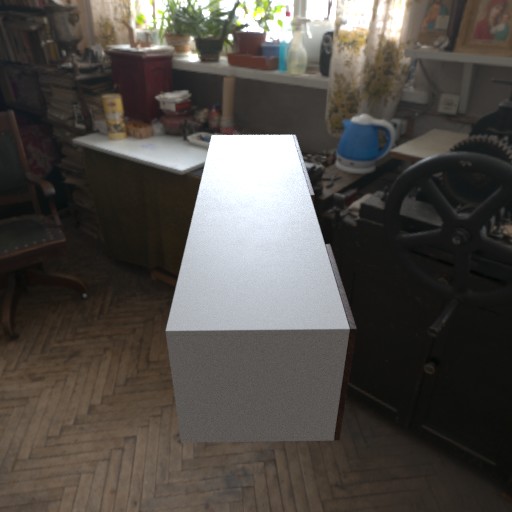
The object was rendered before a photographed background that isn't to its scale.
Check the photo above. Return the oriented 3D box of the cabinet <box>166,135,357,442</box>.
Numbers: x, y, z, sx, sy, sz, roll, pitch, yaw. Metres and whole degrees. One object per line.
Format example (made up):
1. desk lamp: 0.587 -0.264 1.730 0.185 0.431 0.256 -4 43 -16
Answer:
1. cabinet: 0.000 0.000 1.774 0.431 0.533 1.499 0 32 -1
